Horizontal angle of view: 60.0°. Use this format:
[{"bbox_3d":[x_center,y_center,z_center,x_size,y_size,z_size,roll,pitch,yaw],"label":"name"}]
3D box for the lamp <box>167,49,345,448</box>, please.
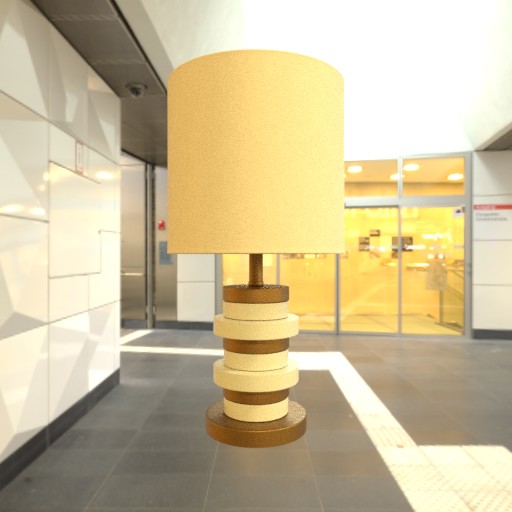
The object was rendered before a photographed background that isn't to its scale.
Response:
[{"bbox_3d":[0.000,0.000,0.534,0.210,0.410,0.210,0,0,-19],"label":"lamp"}]
